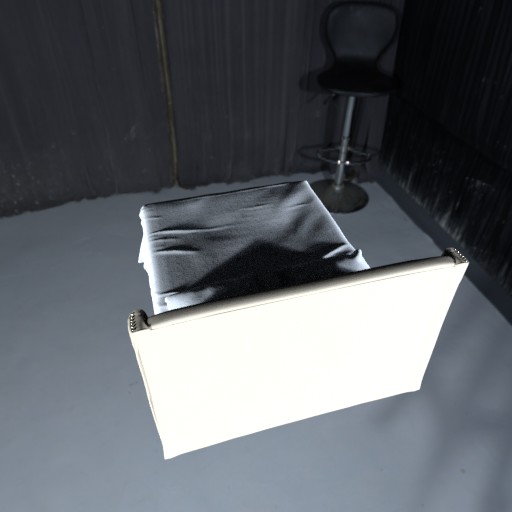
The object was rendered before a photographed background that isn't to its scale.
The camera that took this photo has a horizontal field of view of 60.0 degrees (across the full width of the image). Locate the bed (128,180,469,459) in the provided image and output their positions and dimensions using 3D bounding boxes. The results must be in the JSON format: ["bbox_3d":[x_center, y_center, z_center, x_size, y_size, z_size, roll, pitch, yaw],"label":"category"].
[{"bbox_3d":[0.000,0.000,3.562,1.925,1.332,2.276,-10,41,-12],"label":"bed"}]
